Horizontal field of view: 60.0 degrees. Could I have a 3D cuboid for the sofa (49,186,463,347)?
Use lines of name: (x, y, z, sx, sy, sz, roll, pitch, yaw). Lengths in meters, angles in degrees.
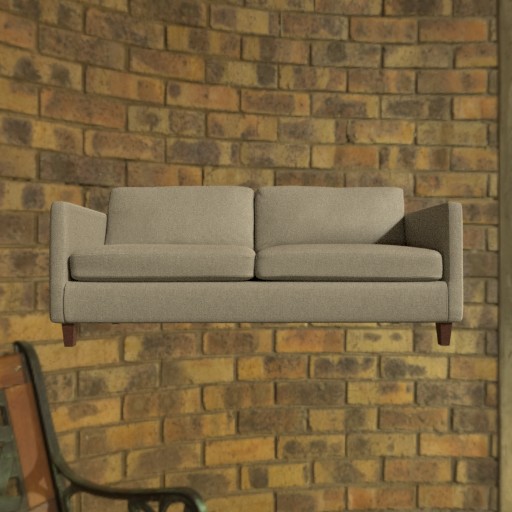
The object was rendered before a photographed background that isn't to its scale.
sofa: (0.000, 0.000, 2.773, 2.208, 0.963, 0.956, 0, 0, -1)
